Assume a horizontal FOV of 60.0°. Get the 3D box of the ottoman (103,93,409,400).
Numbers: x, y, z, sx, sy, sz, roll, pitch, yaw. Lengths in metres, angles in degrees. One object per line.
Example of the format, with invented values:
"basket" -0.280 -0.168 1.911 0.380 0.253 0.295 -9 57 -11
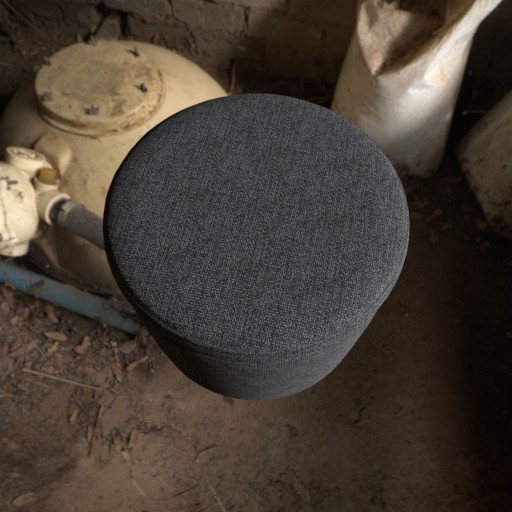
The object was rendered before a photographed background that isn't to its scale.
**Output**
"ottoman" 0.000 0.000 0.915 0.520 0.430 0.520 0 63 0
